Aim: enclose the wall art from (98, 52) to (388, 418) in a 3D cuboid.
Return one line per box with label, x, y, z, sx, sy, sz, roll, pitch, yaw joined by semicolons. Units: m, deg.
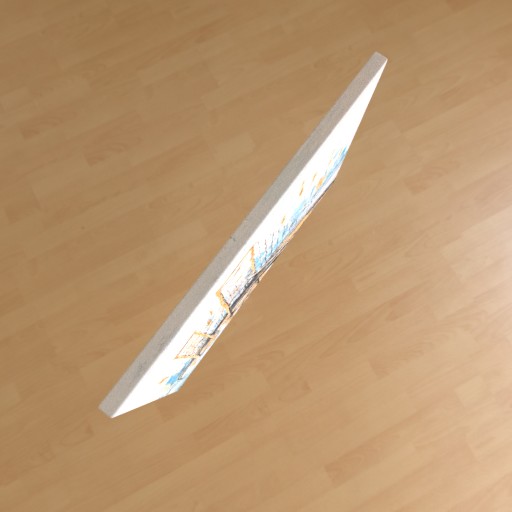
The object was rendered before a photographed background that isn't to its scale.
wall art;0.000;0.000;1.342;0.038;0.762;1.016;36;79;8
